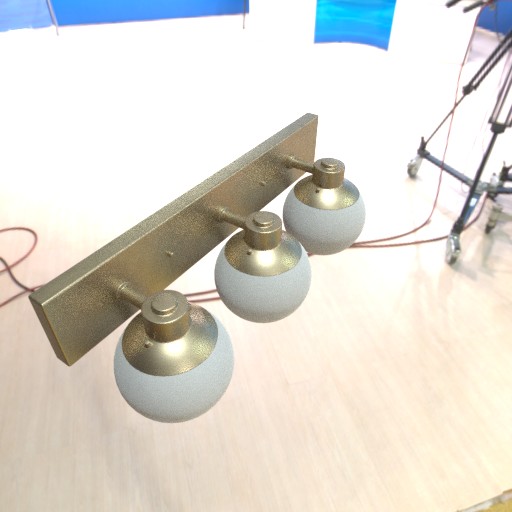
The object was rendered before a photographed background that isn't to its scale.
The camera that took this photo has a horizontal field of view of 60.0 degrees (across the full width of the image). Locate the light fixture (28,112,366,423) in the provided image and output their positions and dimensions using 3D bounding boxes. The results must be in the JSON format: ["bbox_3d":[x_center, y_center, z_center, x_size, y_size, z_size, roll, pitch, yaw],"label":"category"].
[{"bbox_3d":[0.000,0.000,0.835,0.218,0.263,0.721,25,46,26],"label":"light fixture"}]
